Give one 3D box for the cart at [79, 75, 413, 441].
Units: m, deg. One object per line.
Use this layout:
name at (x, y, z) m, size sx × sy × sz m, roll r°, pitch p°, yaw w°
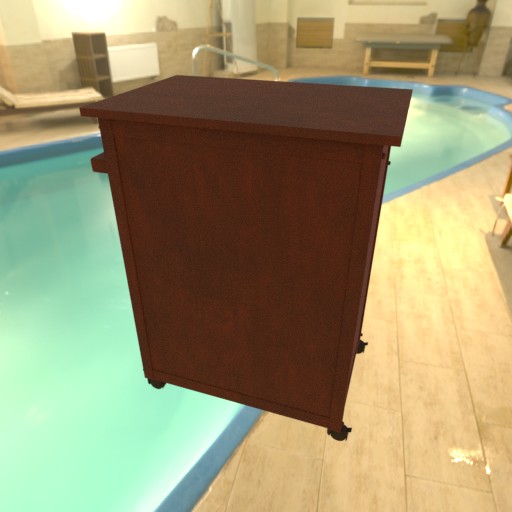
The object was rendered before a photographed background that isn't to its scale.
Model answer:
cart at (0.000, 0.000, 1.257) m, size 0.683 × 0.864 × 0.442 m, roll 10°, pitch 33°, yaw 16°
